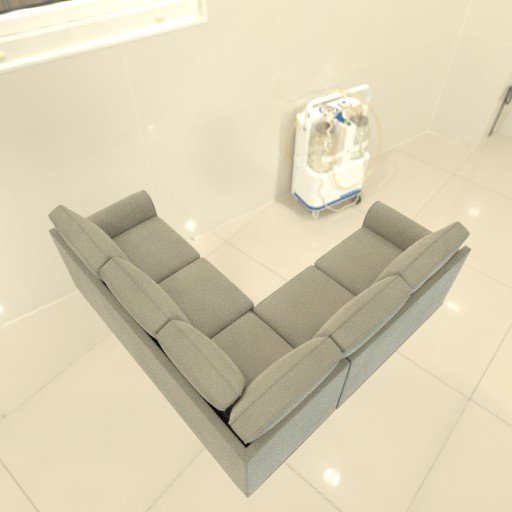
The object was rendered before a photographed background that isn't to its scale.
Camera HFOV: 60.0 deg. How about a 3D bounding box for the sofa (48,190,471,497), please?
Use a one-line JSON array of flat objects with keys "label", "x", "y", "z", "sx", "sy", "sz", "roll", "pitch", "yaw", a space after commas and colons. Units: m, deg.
[{"label": "sofa", "x": 0.000, "y": 0.000, "z": 3.830, "sx": 2.487, "sy": 1.053, "sz": 2.562, "roll": -34, "pitch": 56, "yaw": -27}]
